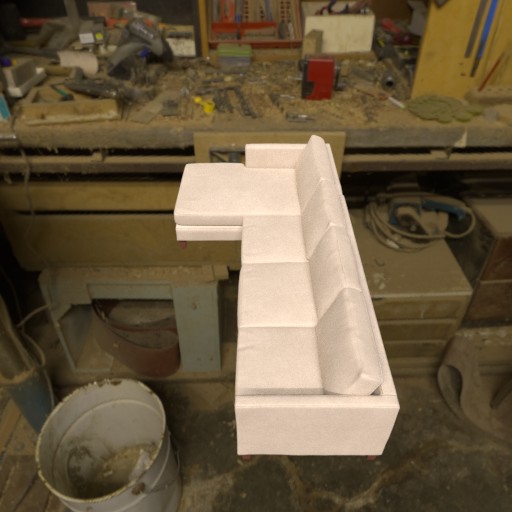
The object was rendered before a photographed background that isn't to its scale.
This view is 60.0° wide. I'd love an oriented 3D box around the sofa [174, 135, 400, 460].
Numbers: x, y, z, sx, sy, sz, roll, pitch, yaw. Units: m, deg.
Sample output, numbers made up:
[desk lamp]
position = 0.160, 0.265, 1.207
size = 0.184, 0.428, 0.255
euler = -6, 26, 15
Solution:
[sofa]
position = 0.000, 0.000, 3.824
size = 1.625, 0.846, 3.186
euler = 0, 41, 0
